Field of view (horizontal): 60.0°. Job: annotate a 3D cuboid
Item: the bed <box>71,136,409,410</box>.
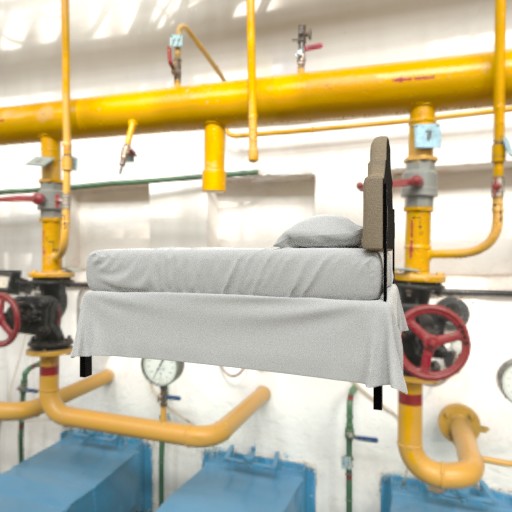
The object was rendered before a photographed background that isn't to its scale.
[{"bbox_3d":[0.000,0.000,3.404,2.222,1.634,1.780,0,0,19],"label":"bed"}]
